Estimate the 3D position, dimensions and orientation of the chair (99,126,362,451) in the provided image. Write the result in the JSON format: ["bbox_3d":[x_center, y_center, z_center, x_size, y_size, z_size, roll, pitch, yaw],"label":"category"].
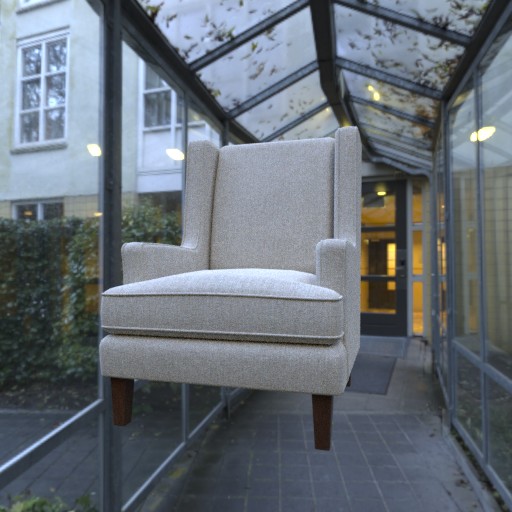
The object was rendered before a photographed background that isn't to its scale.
[{"bbox_3d":[0.000,0.000,1.725,0.764,1.082,0.948,0,-1,17],"label":"chair"}]
